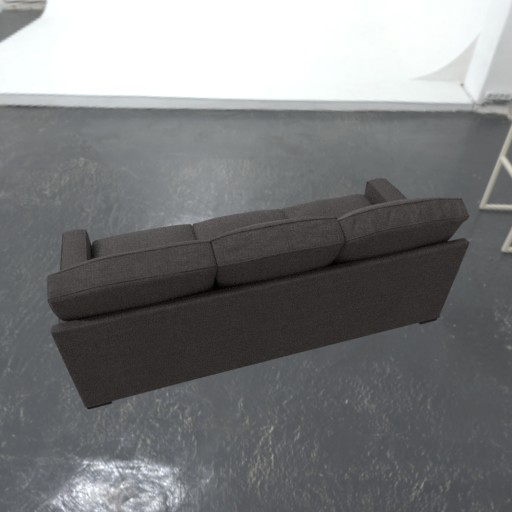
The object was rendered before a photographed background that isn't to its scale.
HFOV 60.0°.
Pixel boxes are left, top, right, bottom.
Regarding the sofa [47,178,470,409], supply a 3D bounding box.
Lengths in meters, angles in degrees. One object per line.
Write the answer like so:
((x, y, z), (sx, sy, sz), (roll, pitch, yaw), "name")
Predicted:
((0.000, 0.000, 2.865), (2.369, 0.978, 1.004), (-11, 42, -13), "sofa")
